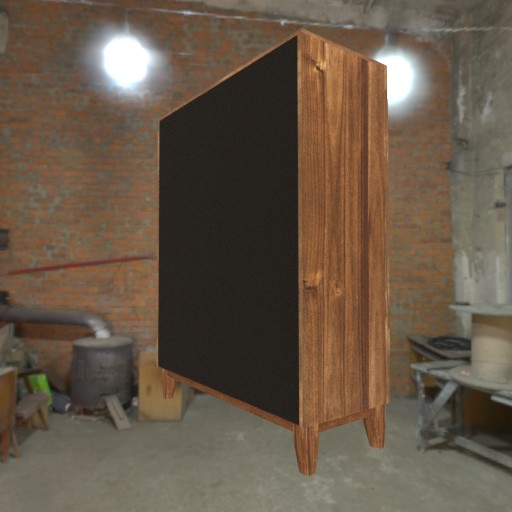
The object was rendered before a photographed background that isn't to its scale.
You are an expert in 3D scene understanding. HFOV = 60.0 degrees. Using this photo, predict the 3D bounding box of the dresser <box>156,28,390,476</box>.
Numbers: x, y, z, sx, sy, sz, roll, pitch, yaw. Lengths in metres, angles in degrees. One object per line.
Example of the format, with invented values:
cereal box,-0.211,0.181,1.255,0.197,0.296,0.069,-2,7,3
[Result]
dresser,0.000,0.000,1.917,0.442,1.393,1.062,1,-2,-37
